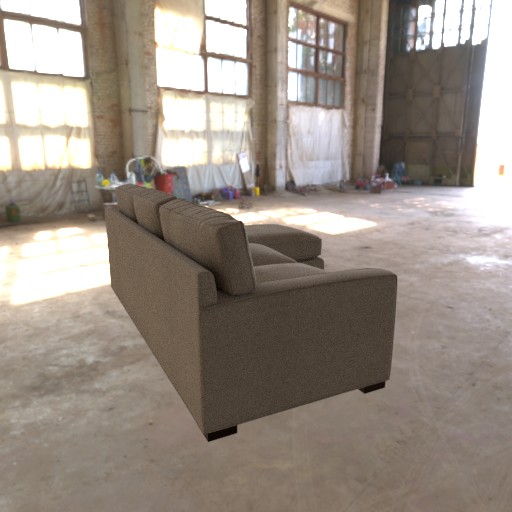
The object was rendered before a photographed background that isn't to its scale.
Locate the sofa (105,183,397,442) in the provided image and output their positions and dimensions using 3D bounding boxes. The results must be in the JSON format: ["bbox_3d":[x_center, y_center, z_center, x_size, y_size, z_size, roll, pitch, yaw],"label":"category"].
[{"bbox_3d":[0.000,0.000,2.798,1.496,0.861,2.087,-7,15,-26],"label":"sofa"}]
